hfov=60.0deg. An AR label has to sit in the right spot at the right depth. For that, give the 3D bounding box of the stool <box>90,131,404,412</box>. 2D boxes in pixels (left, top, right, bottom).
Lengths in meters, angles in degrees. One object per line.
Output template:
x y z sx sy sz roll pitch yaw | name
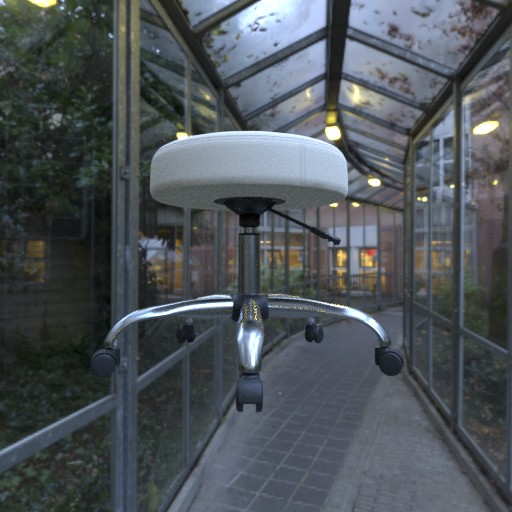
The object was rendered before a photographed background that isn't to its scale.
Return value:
0.000 0.000 1.014 0.634 0.482 0.614 0 0 36 | stool
